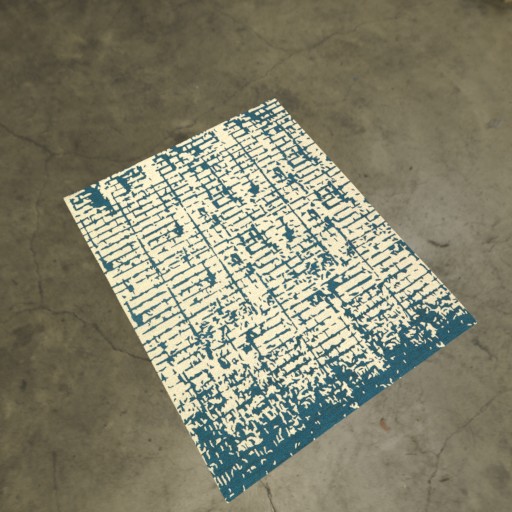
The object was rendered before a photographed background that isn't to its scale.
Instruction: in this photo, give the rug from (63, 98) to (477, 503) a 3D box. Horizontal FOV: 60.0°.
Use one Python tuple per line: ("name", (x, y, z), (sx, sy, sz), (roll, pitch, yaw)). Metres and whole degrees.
("rug", (0.000, 0.000, 3.936), (2.416, 0.014, 3.017), (-30, 67, -14))
